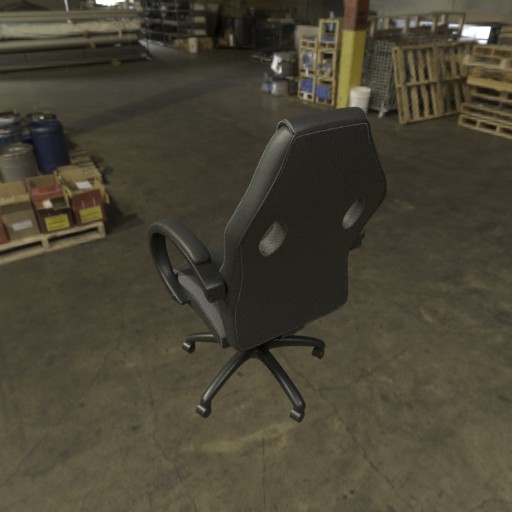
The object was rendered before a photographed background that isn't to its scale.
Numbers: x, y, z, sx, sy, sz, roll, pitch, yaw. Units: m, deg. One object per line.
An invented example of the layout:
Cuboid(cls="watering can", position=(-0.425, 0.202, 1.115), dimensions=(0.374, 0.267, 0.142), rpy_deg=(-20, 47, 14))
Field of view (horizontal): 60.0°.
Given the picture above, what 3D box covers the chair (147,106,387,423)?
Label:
Cuboid(cls="chair", position=(0.000, 0.000, 1.676), dimensions=(0.673, 1.187, 0.724), rpy_deg=(-19, 36, -28))
